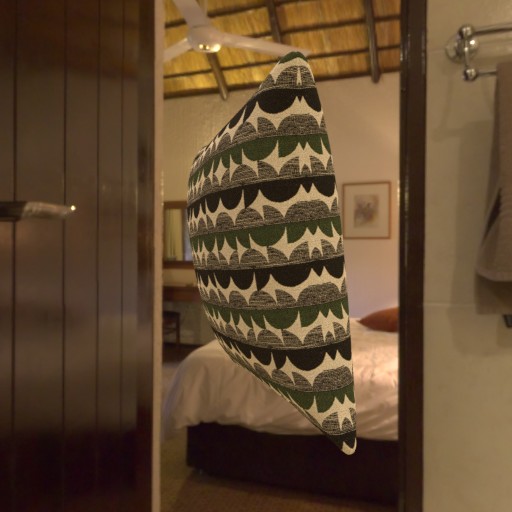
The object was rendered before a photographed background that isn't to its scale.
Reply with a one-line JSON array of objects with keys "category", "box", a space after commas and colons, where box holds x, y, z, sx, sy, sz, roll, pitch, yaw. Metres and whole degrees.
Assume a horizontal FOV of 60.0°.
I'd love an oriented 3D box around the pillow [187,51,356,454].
[{"category": "pillow", "box": [0.000, 0.000, 0.629, 0.180, 0.404, 0.419, 0, 0, -19]}]
